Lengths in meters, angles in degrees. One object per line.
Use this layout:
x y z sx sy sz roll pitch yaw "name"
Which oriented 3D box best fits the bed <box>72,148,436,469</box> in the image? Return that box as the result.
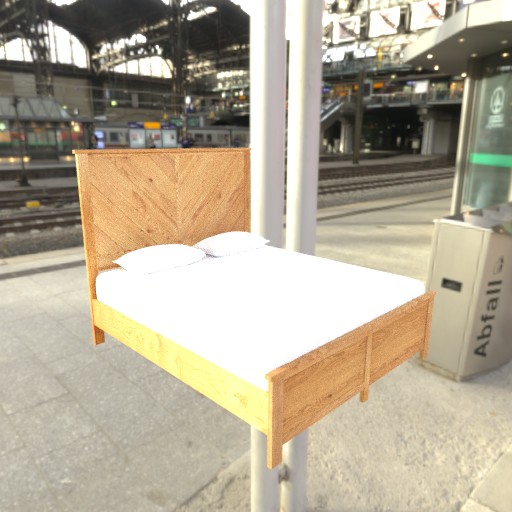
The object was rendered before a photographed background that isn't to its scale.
0.000 0.000 3.631 1.936 1.686 2.201 -14 20 -43 "bed"
